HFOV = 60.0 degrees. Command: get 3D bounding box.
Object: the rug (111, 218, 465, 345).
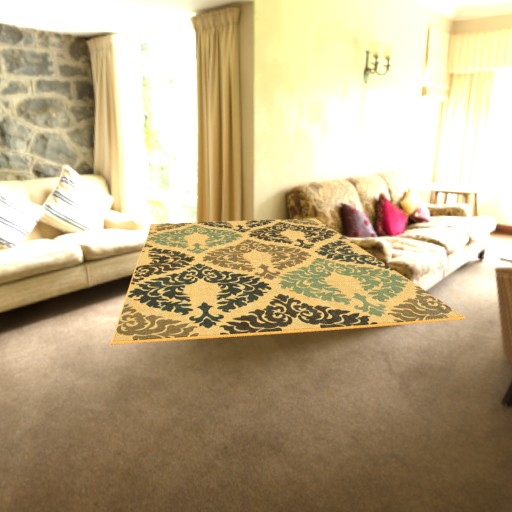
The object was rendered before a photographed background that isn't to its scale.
[{"bbox_3d":[0.000,0.000,2.910,1.514,0.014,2.275,-3,16,-9],"label":"rug"}]
